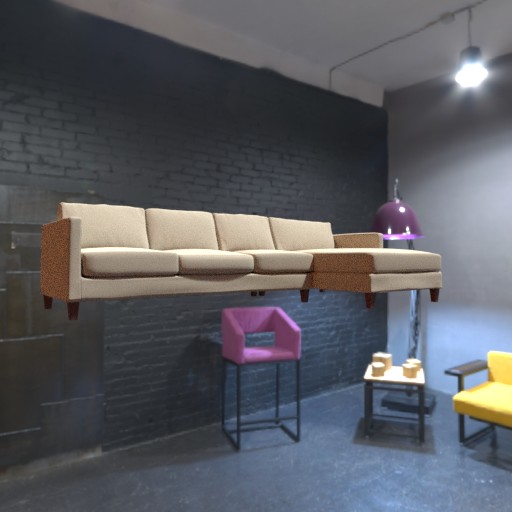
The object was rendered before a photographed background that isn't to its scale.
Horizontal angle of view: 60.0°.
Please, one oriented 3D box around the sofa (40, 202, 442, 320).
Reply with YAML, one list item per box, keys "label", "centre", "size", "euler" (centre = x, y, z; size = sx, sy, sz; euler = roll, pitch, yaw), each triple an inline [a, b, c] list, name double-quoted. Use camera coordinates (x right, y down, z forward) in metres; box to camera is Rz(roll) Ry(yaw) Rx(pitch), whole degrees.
- label: "sofa"
  centre: [0.000, 0.000, 3.890]
  size: [3.186, 0.861, 1.625]
  euler: [0, 0, -36]
